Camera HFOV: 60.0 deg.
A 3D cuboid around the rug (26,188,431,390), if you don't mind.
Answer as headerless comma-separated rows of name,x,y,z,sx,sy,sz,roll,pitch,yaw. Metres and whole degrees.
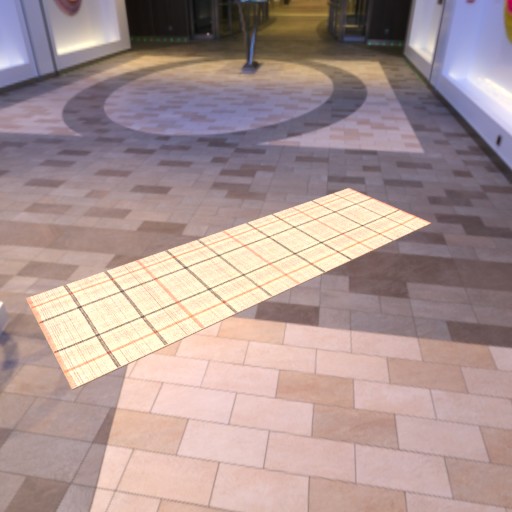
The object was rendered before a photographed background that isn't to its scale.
rug,0.000,0.000,2.683,2.439,0.008,0.762,-21,38,-31
